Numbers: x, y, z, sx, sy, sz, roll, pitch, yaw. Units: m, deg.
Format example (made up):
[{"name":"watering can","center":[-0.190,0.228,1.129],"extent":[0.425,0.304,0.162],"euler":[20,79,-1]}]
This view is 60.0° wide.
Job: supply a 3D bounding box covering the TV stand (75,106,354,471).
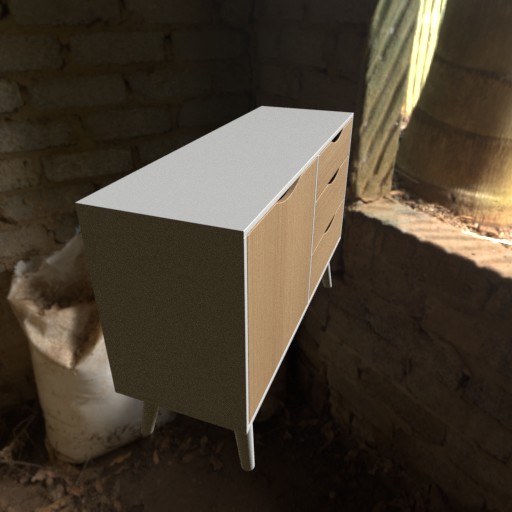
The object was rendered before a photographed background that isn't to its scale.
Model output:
[{"name":"TV stand","center":[0.000,0.000,1.604],"extent":[0.406,0.812,1.193],"euler":[11,31,18]}]
